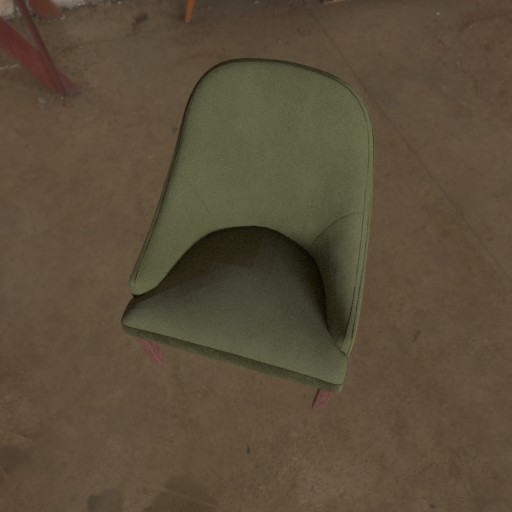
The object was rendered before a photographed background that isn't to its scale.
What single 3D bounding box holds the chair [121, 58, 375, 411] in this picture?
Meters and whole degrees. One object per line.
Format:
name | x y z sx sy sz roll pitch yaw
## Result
chair | 0.000 0.000 1.276 0.643 0.889 0.575 14 60 8
